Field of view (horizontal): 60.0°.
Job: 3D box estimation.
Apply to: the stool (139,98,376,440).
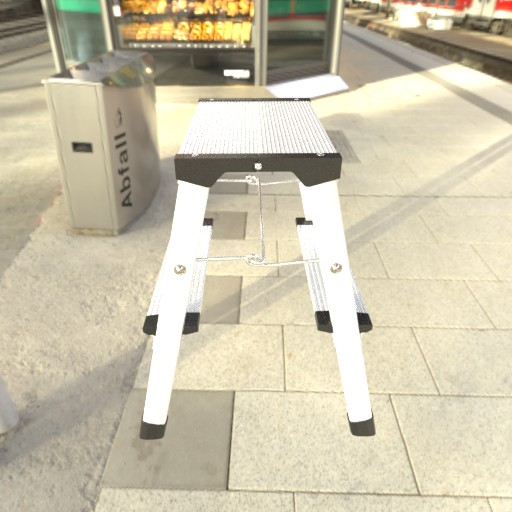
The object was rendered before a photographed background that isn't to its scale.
[{"bbox_3d":[0.000,0.000,0.799,0.405,0.480,0.404,-1,32,-1],"label":"stool"}]
